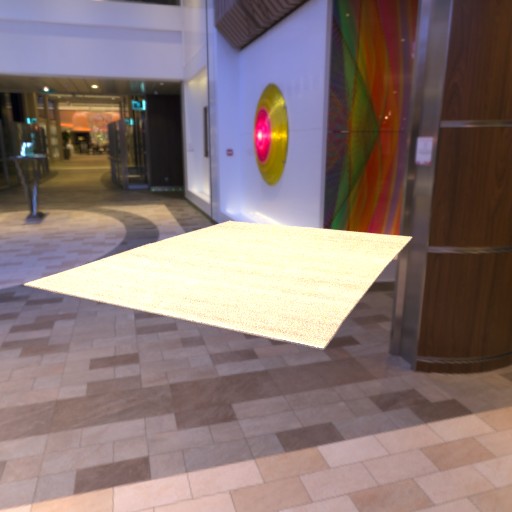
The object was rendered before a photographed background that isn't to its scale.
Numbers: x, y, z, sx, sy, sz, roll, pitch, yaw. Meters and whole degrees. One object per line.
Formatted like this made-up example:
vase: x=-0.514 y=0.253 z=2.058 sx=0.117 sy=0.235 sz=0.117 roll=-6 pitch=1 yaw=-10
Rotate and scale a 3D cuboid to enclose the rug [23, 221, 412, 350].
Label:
rug: x=0.000 y=0.000 z=4.327 sx=2.467 sy=0.046 sz=3.245 roll=7 pitch=16 yaw=26
